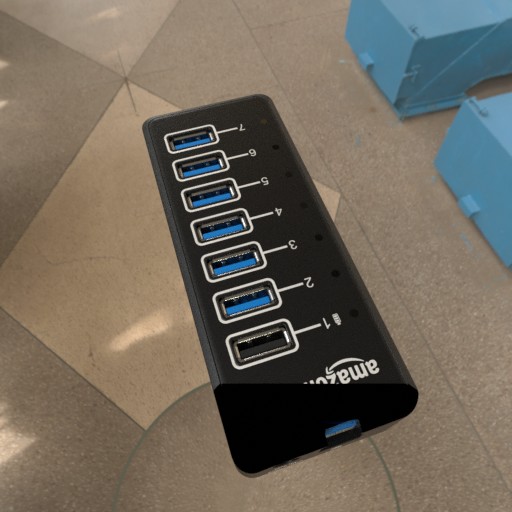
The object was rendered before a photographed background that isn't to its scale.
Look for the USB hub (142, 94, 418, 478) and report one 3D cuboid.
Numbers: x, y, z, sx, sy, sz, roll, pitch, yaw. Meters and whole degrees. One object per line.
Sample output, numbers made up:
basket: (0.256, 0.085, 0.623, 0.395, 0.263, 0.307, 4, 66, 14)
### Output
USB hub: (0.000, 0.000, 0.130, 0.044, 0.023, 0.110, -16, 61, -9)
